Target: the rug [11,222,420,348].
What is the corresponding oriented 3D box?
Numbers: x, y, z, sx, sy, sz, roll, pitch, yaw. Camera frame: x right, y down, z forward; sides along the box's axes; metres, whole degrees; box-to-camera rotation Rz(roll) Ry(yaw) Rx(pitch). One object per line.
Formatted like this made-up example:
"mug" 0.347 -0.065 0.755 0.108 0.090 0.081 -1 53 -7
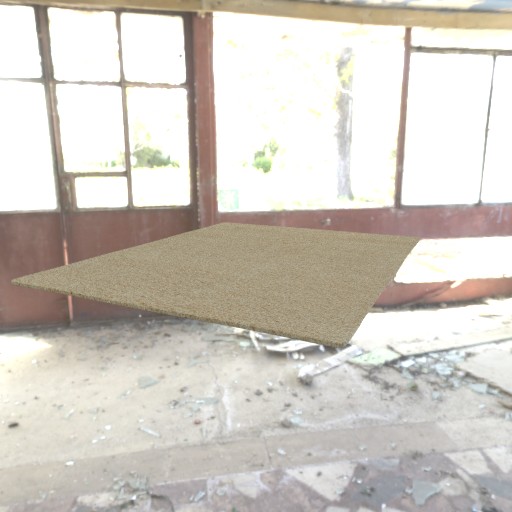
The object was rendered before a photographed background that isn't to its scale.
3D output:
"rug" 0.000 0.000 3.889 2.401 0.025 3.001 6 15 26
